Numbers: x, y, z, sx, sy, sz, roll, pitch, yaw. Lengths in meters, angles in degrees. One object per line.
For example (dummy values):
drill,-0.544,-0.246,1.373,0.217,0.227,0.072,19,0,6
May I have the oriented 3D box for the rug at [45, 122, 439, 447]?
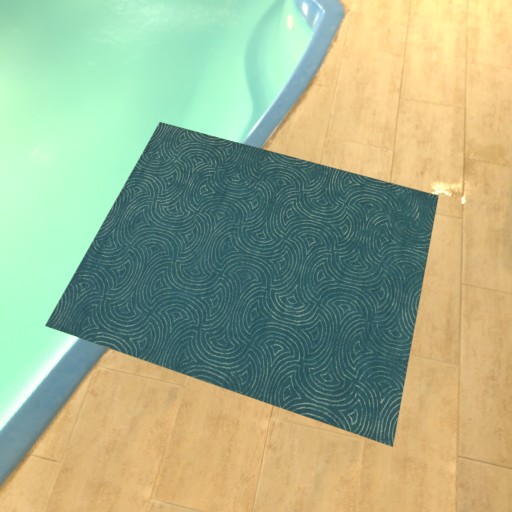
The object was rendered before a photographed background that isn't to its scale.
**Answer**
rug,0.000,0.000,4.125,3.033,0.012,2.432,17,65,8
